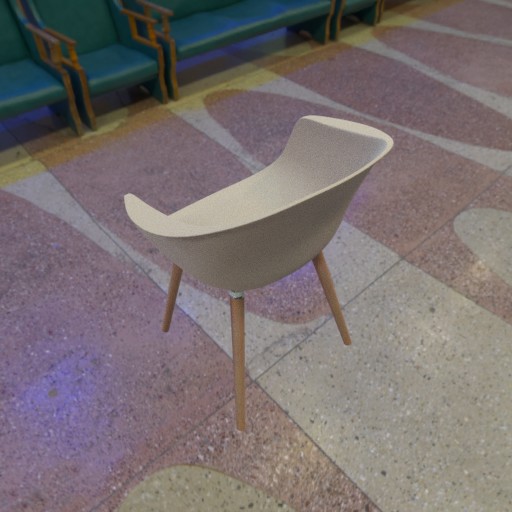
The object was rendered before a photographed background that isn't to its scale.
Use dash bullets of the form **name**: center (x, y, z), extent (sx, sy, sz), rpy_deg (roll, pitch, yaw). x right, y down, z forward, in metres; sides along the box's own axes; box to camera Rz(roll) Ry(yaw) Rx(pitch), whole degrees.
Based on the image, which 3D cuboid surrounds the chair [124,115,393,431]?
- **chair**: center (0.000, 0.000, 1.165), extent (0.593, 0.781, 0.504), rpy_deg (-31, 53, -26)
